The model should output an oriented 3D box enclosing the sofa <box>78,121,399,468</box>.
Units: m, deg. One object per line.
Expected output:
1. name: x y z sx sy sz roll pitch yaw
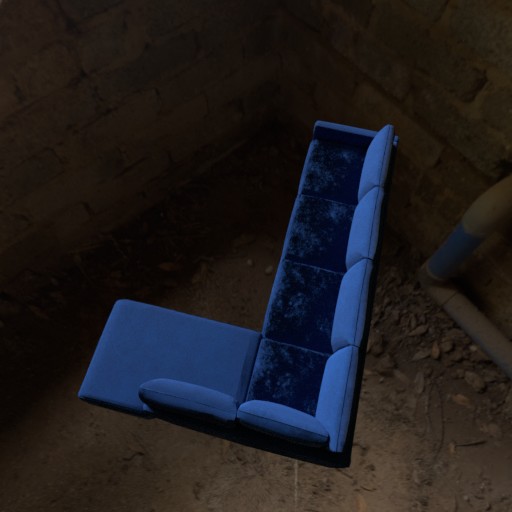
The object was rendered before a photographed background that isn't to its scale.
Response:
1. sofa: 0.000 0.000 3.205 1.707 0.687 2.486 13 65 6
